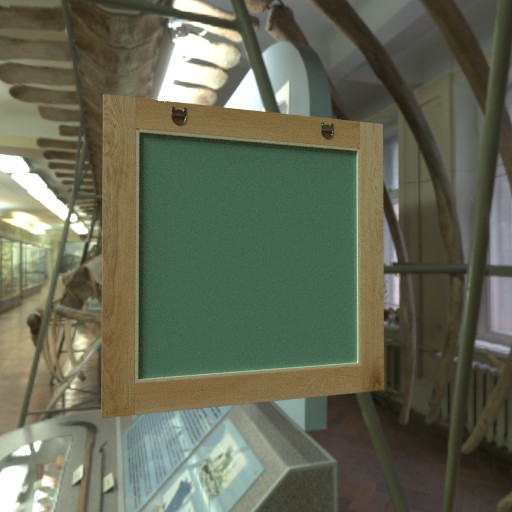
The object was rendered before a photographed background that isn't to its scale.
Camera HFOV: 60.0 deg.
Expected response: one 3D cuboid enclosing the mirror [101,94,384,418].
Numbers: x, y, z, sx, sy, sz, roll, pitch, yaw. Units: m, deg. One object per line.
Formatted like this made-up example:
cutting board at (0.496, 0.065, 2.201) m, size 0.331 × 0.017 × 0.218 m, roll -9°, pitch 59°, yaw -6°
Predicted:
mirror at (0.000, 0.000, 1.221) m, size 0.800 × 0.800 × 0.020 m, roll 0°, pitch -1°, yaw -17°
